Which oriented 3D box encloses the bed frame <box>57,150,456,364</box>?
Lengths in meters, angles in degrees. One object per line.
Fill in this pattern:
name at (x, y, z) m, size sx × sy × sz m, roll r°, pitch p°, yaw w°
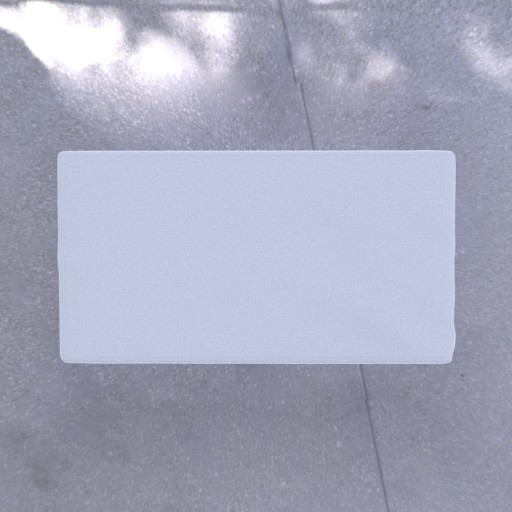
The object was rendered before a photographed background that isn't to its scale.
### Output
bed frame at (0.000, 0.000, 2.357) m, size 1.908 × 0.640 × 1.025 m, roll 0°, pitch 92°, yaw 0°
